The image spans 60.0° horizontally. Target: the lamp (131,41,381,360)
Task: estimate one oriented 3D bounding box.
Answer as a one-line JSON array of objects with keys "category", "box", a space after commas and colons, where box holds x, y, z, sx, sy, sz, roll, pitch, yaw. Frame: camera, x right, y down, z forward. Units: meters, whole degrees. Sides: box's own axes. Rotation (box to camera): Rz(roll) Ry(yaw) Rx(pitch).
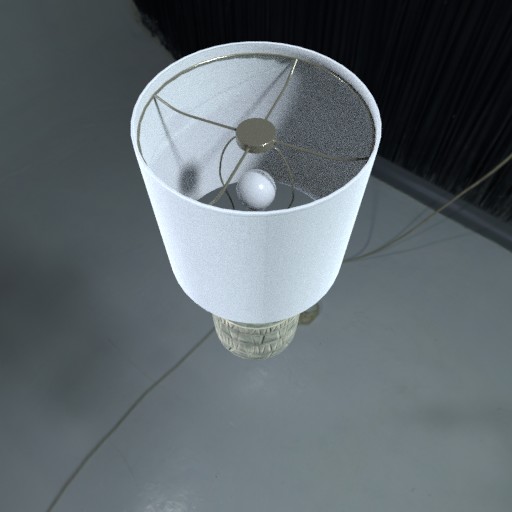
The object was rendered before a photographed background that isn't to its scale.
[{"category": "lamp", "box": [0.000, 0.000, 0.570, 0.211, 0.455, 0.211, 33, 64, 18]}]
